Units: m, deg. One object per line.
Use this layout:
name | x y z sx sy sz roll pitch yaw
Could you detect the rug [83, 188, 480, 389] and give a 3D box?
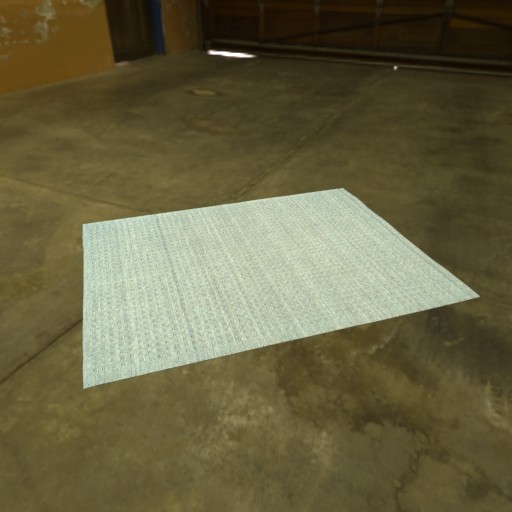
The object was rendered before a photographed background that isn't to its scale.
rug | 0.000 0.000 4.309 3.200 0.007 2.443 -10 33 -15
